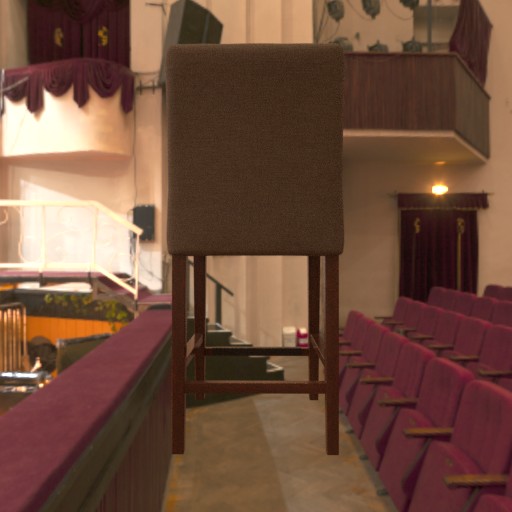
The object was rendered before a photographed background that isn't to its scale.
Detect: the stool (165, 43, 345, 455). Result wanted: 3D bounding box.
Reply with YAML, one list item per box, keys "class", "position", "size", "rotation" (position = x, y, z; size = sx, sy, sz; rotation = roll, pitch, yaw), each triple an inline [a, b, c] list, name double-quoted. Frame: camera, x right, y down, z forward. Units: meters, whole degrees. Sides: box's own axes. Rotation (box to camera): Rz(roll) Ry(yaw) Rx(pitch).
- class: "stool"
  position: [0.000, 0.000, 1.277]
  size: [0.470, 0.981, 0.577]
  rotation: [0, 0, 1]
